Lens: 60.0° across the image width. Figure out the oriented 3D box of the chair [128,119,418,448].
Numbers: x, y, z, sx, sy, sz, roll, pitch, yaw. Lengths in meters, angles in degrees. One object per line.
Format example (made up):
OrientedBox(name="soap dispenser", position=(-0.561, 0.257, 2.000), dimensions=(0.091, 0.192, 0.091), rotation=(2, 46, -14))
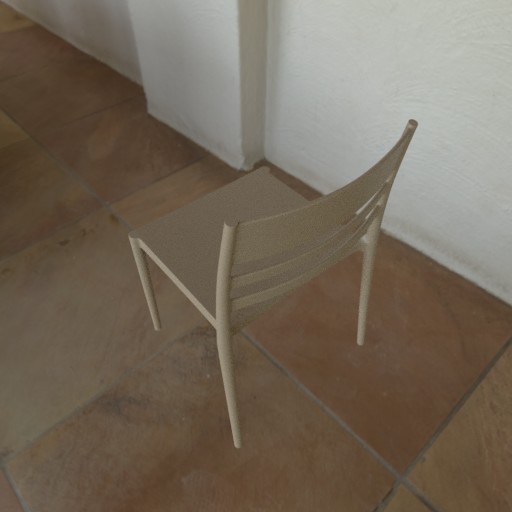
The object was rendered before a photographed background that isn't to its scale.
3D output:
OrientedBox(name="chair", position=(0.000, 0.000, 1.167), dimensions=(0.531, 0.800, 0.511), rotation=(-31, 54, -26))
